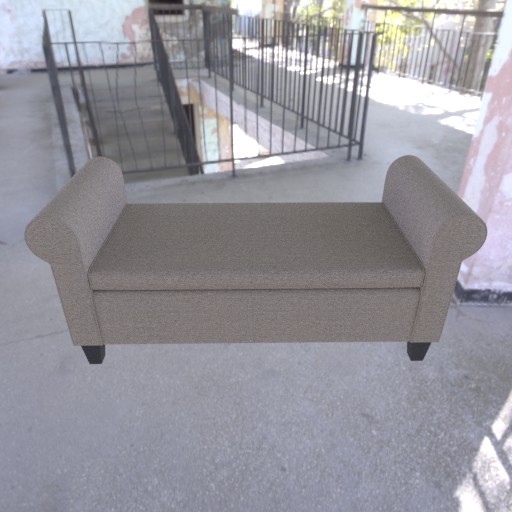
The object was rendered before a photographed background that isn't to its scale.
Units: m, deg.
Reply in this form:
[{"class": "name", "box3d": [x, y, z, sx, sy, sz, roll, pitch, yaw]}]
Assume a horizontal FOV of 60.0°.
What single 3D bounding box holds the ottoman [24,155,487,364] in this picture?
[{"class": "ottoman", "box3d": [0.000, 0.000, 1.522, 1.256, 0.547, 0.521, 0, 31, -1]}]
